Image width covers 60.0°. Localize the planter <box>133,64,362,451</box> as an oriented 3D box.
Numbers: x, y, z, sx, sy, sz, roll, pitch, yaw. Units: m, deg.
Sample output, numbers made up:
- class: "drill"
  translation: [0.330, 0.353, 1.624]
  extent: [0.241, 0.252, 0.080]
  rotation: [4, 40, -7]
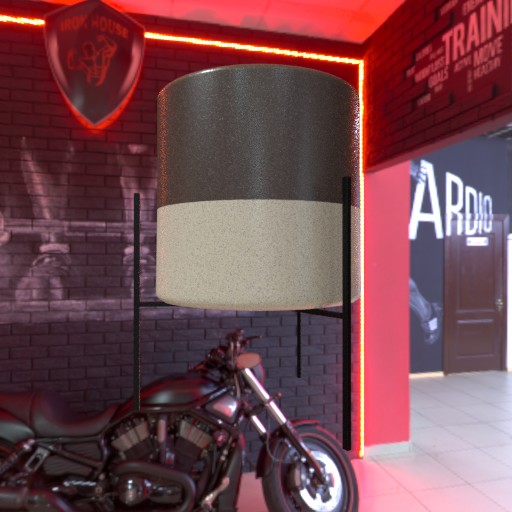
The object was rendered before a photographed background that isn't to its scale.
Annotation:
- class: "planter"
  translation: [0.000, 0.000, 0.533]
  extent: [0.250, 0.353, 0.260]
  rotation: [0, 0, 19]
